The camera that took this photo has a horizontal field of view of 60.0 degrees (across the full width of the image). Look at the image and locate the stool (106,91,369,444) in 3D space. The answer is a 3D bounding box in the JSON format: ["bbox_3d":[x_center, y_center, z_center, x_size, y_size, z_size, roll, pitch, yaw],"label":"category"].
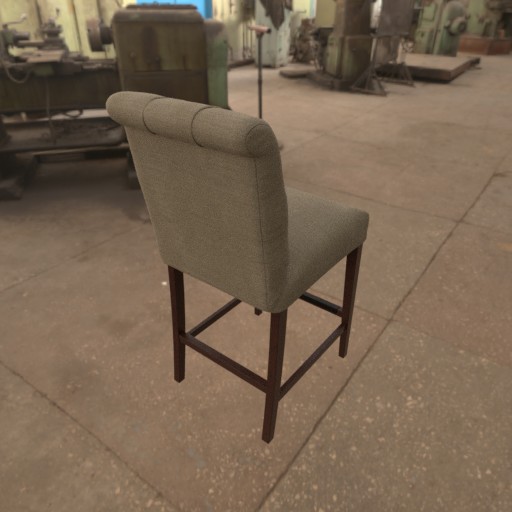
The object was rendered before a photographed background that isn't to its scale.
[{"bbox_3d":[0.000,0.000,1.465,0.486,1.084,0.660,22,38,32],"label":"stool"}]
